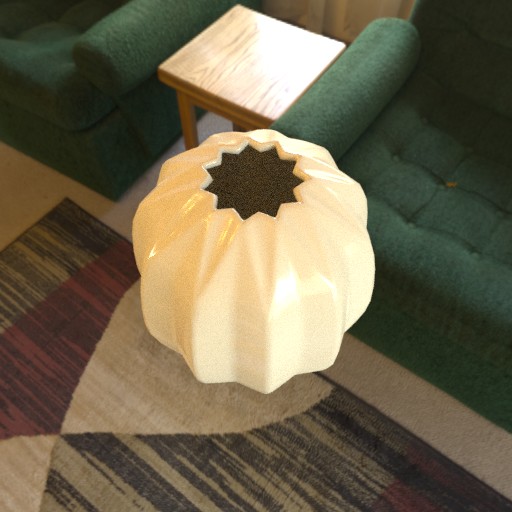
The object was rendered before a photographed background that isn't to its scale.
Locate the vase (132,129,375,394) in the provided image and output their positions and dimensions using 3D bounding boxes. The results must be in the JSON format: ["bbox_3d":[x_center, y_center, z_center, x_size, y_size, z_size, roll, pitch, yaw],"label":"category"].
[{"bbox_3d":[0.000,0.000,0.253,0.139,0.134,0.139,0,58,0],"label":"vase"}]
